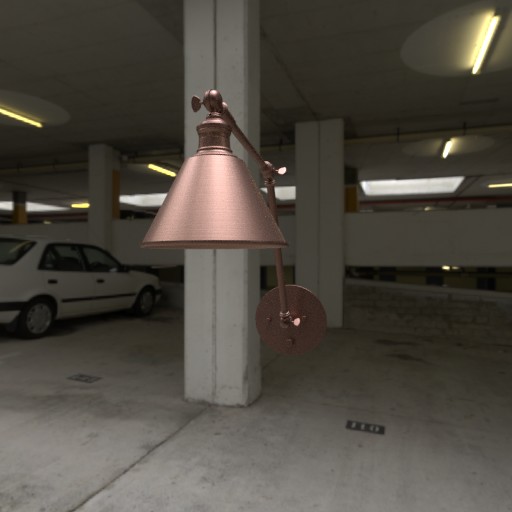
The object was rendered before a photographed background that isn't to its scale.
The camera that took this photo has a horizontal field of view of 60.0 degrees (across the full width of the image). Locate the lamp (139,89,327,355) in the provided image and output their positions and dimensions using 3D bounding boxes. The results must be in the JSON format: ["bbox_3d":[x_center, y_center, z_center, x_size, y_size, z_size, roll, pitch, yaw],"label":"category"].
[{"bbox_3d":[0.000,0.000,0.861,0.223,0.502,0.624,0,0,18],"label":"lamp"}]
